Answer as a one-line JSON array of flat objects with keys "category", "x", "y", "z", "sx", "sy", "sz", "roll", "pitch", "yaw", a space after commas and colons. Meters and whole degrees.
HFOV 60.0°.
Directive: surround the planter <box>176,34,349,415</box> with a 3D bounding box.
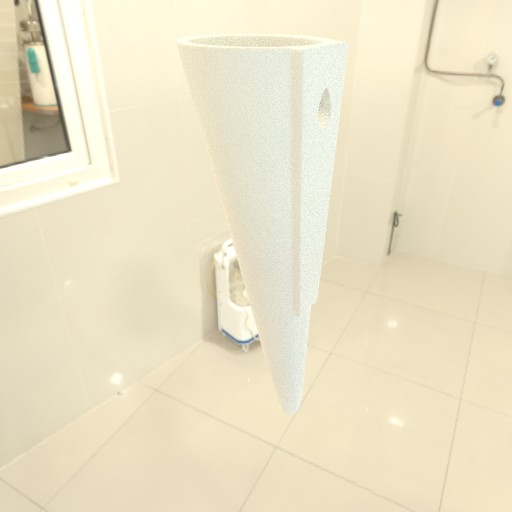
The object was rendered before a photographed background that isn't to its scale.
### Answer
[{"category": "planter", "x": 0.000, "y": 0.000, "z": 0.220, "sx": 0.064, "sy": 0.193, "sz": 0.057, "roll": 20, "pitch": 36, "yaw": 30}]
